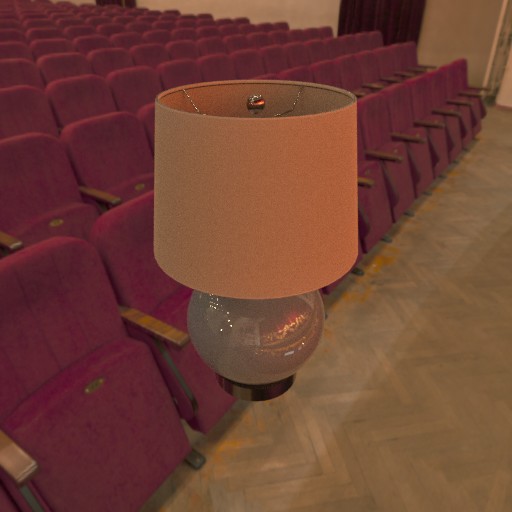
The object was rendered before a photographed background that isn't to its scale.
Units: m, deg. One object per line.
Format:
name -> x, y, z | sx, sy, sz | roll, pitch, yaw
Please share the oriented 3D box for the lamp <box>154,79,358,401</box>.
lamp -> 0.000, 0.000, 0.556 | 0.247, 0.387, 0.247 | 0, 30, 0
